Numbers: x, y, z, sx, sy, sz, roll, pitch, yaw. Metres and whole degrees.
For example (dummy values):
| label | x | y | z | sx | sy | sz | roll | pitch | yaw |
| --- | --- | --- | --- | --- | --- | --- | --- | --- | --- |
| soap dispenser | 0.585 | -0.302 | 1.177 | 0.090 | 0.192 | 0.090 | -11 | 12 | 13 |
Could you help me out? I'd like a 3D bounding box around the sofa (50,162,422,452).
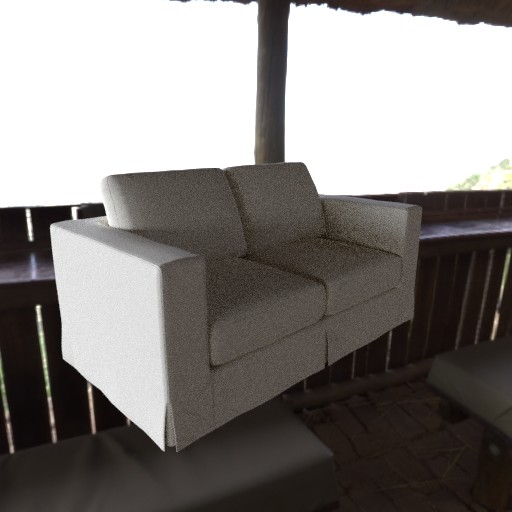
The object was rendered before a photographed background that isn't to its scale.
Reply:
| label | x | y | z | sx | sy | sz | roll | pitch | yaw |
| --- | --- | --- | --- | --- | --- | --- | --- | --- | --- |
| sofa | 0.000 | 0.000 | 2.407 | 1.813 | 0.932 | 1.009 | -14 | 21 | -42 |
